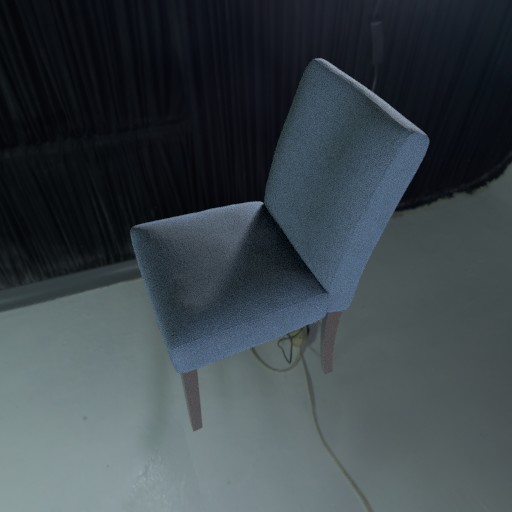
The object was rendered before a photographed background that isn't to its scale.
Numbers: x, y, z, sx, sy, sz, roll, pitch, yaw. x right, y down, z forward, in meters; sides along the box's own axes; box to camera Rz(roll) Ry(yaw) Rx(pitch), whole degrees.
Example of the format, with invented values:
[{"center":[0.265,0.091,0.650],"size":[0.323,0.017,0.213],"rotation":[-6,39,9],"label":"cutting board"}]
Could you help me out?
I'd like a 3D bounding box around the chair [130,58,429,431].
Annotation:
[{"center":[0.000,0.000,1.266],"size":[0.629,0.882,0.487],"rotation":[-17,48,-16],"label":"chair"}]
